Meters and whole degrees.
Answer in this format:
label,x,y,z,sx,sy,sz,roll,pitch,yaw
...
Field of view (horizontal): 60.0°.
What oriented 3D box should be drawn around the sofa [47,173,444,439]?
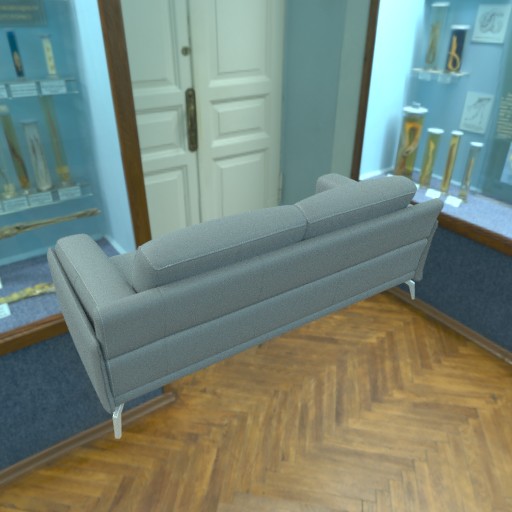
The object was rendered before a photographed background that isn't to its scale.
label,x,y,z,sx,sy,sz,roll,pitch,yaw
sofa,0.000,0.000,2.568,2.100,0.900,0.969,-18,34,-28
